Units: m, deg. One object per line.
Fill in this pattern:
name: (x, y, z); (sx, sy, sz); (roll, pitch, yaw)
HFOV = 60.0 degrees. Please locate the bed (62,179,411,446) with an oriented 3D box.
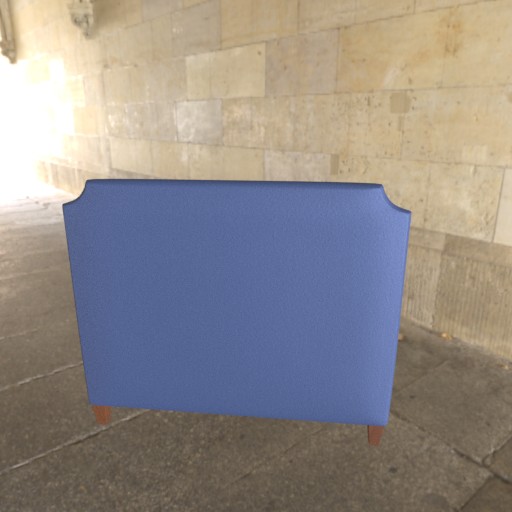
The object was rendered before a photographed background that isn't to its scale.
bed: (0.000, 0.000, 3.393); (1.712, 1.443, 2.372); (2, 17, 6)
